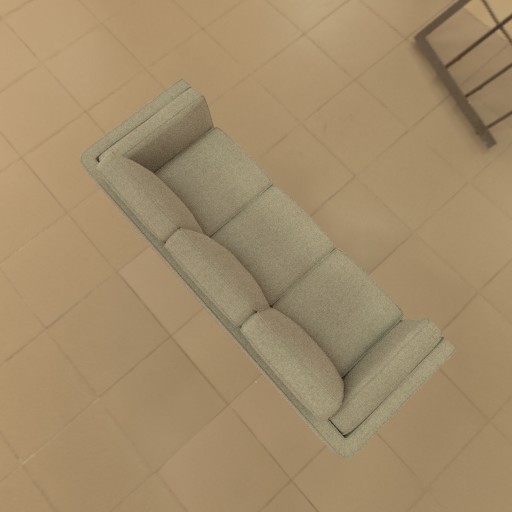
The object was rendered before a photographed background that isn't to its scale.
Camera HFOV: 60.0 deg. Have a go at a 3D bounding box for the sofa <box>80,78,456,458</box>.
[{"bbox_3d":[0.000,0.000,2.792,0.903,0.899,2.362,-41,78,-11],"label":"sofa"}]
